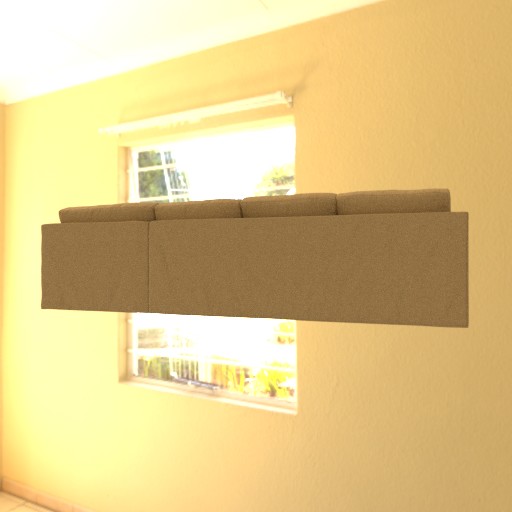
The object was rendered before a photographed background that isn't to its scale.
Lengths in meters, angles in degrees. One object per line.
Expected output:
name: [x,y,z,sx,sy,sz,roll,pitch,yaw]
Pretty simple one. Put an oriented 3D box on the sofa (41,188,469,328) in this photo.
sofa: [0.000,0.000,3.857,3.177,0.867,1.622,0,0,18]
